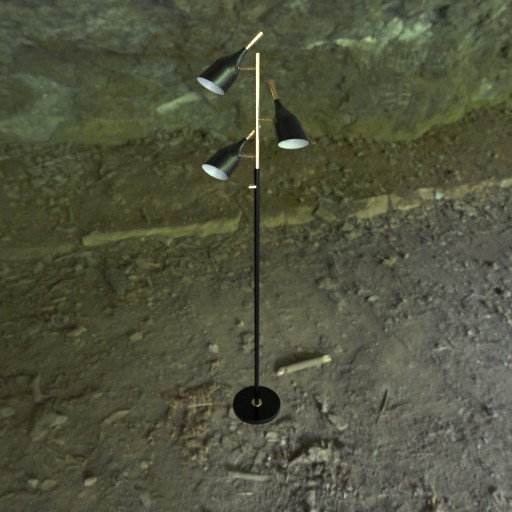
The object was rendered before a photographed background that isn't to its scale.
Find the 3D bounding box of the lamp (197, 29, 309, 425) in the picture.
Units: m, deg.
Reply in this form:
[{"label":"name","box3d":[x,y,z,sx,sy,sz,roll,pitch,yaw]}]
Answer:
[{"label":"lamp","box3d":[0.000,0.000,1.951,0.434,1.778,0.253,9,28,17]}]
